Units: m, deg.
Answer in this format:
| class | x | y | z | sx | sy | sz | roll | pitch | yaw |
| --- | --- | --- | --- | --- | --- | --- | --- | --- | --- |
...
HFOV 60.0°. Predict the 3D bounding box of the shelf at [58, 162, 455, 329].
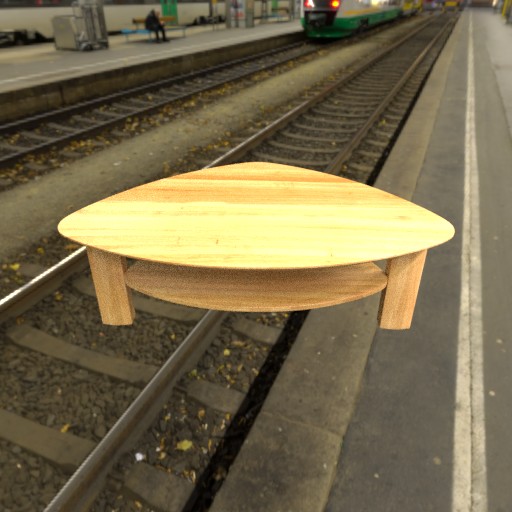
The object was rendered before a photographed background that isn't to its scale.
| class | x | y | z | sx | sy | sz | roll | pitch | yaw |
| --- | --- | --- | --- | --- | --- | --- | --- | --- | --- |
| shelf | 0.000 | 0.000 | 1.660 | 1.240 | 0.439 | 0.863 | 1 | 30 | 1 |
